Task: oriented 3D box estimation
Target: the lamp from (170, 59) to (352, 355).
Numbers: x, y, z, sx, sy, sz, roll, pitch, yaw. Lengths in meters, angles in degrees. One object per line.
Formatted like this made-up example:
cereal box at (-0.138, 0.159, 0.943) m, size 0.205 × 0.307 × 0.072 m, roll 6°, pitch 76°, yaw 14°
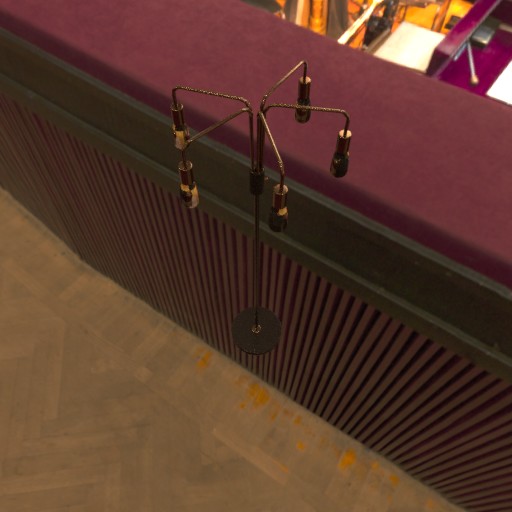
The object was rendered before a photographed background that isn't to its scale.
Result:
lamp at (0.000, 0.000, 2.030) m, size 0.572 × 1.721 × 0.599 m, roll 31°, pitch 63°, yaw 18°
